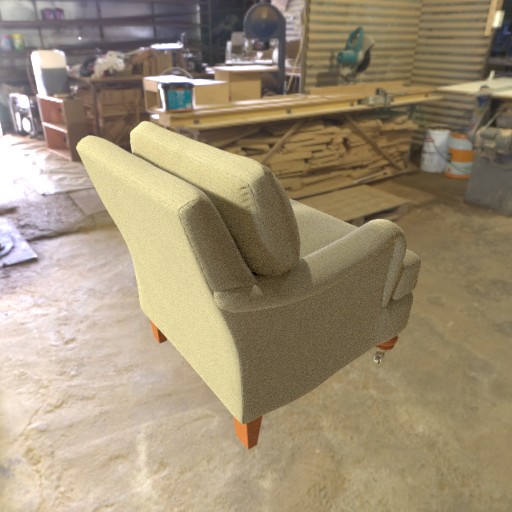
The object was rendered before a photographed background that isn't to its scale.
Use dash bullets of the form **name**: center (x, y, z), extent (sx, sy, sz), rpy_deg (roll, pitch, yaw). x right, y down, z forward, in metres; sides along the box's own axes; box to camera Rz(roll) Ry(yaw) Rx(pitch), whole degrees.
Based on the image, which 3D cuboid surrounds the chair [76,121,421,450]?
- **chair**: center (0.000, 0.000, 1.844), extent (1.070, 1.038, 0.955), rpy_deg (-18, 32, -31)
